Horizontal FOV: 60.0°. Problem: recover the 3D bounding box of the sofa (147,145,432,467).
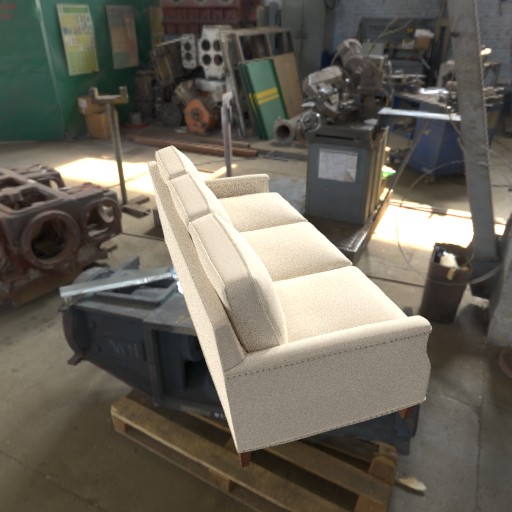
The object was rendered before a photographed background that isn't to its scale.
[{"bbox_3d":[0.000,0.000,2.843,1.084,1.003,2.246,-9,30,-16],"label":"sofa"}]
